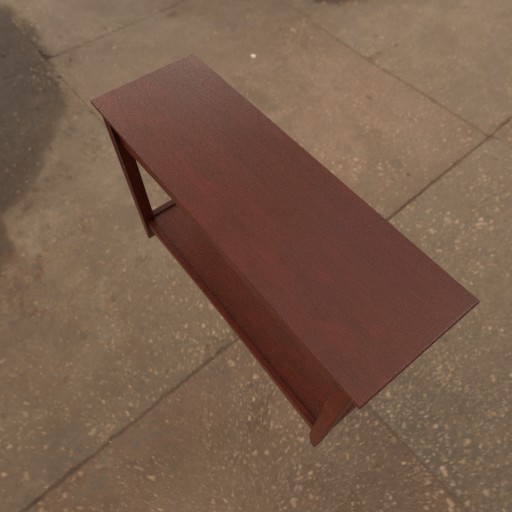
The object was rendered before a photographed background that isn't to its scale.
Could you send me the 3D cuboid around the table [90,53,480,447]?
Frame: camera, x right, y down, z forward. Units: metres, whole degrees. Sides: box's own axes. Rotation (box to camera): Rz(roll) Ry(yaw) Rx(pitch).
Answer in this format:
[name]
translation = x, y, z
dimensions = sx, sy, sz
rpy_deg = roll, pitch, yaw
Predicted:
[table]
translation = 0.000, 0.000, 1.520
dimensions = 0.392, 0.739, 1.188
rpy_deg = -34, 64, -19
